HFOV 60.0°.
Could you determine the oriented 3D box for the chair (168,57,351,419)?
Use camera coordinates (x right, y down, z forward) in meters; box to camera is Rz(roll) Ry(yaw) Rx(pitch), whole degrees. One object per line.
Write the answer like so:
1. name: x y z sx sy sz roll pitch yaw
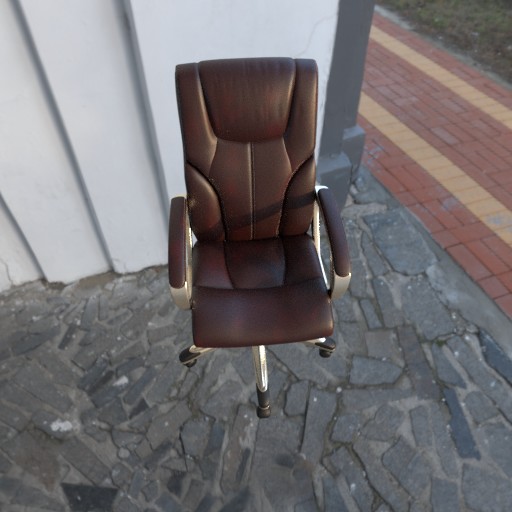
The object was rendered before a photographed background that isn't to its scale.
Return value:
1. chair: 0.000 0.000 1.578 0.662 1.107 0.739 -4 48 -3
